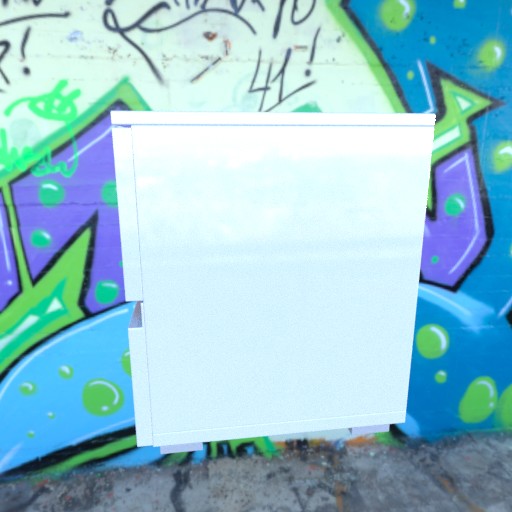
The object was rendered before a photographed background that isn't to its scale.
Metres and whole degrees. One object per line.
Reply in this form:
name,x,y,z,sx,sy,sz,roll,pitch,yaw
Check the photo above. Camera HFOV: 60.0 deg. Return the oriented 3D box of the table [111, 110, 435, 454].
table,0.000,0.000,0.797,0.400,0.470,0.420,-2,15,-8
